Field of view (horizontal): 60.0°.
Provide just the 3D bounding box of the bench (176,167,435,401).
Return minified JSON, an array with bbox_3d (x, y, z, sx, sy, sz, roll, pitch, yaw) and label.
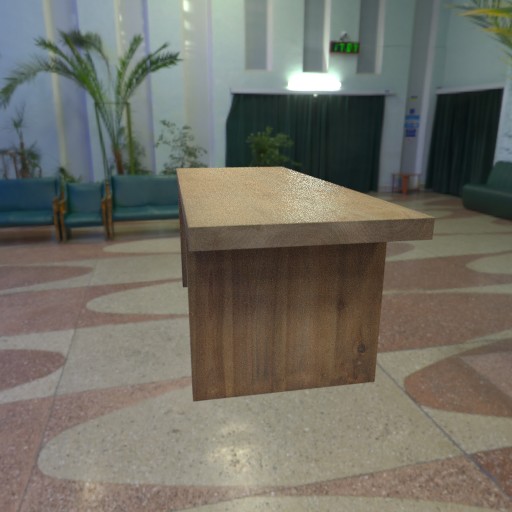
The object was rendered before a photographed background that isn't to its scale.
[{"bbox_3d":[0.000,0.000,1.410,0.458,0.458,1.183,-3,16,-10],"label":"bench"}]
